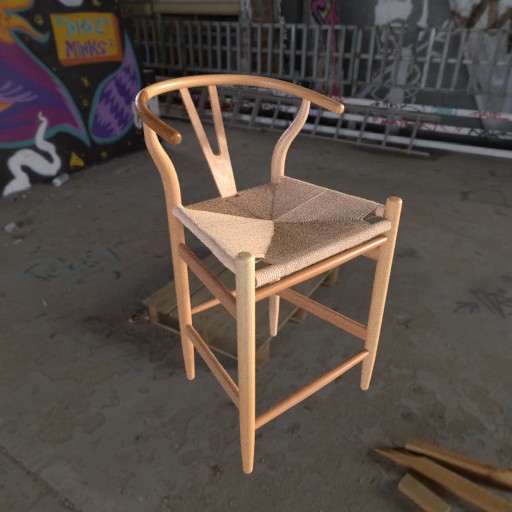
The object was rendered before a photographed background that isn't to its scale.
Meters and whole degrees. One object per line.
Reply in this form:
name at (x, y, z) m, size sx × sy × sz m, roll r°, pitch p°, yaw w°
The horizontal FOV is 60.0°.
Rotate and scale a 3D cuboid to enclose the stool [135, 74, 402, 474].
stool at (0.000, 0.000, 1.285) m, size 0.536 × 0.923 × 0.575 m, roll -21°, pitch 35°, yaw -33°
